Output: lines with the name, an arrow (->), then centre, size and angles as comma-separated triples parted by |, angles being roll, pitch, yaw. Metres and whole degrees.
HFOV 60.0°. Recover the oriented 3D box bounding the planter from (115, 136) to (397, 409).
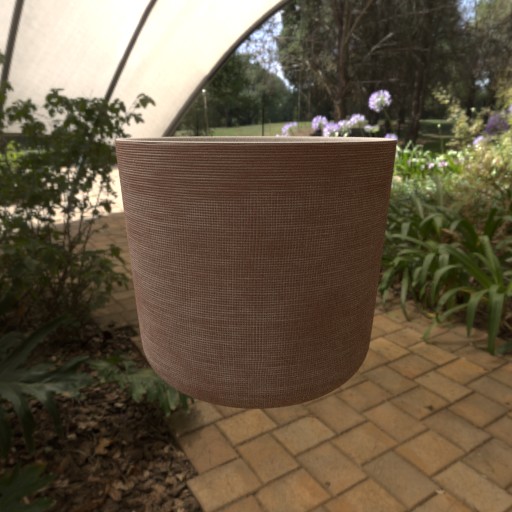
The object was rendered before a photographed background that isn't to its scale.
planter -> 0.000, 0.000, 0.777 | 0.440, 0.398, 0.440 | 0, 16, 0
